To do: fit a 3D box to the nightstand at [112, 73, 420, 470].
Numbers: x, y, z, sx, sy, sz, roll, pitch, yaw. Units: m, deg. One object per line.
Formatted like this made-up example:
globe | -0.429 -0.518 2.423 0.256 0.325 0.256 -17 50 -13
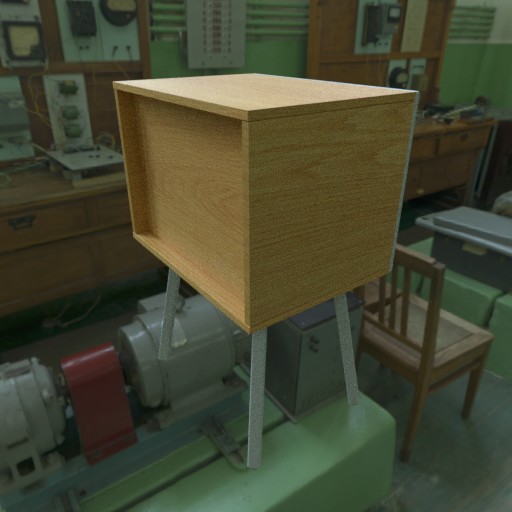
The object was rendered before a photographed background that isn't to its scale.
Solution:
nightstand | 0.000 0.000 0.833 0.316 0.601 0.400 -18 32 -32
